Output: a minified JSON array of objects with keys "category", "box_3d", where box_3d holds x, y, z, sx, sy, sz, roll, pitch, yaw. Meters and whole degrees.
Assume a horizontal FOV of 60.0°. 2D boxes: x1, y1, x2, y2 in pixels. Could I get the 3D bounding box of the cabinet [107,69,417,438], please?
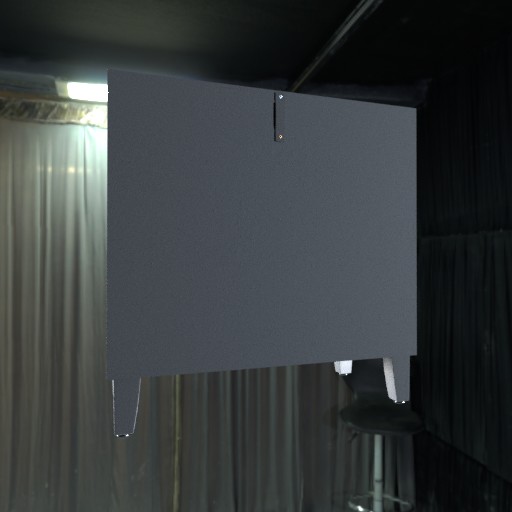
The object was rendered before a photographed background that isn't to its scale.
[{"category":"cabinet","box_3d":[0.000,0.000,1.227,0.781,0.787,0.370,0,0,-18]}]
